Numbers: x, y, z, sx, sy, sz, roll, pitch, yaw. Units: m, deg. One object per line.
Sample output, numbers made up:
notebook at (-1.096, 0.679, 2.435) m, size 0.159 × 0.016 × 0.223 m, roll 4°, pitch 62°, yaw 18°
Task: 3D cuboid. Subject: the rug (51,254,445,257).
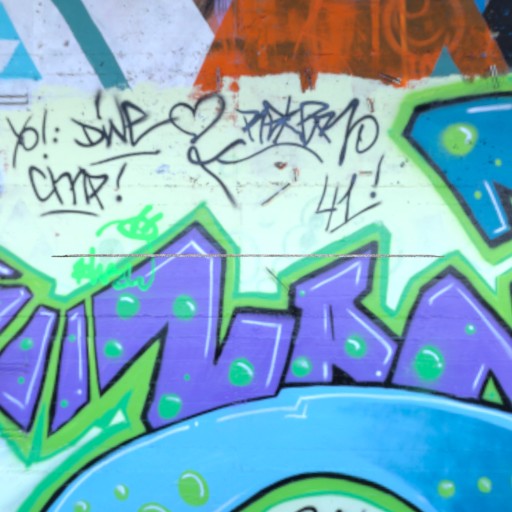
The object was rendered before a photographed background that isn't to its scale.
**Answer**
rug at (0.000, 0.000, 2.812) m, size 2.378 × 0.018 × 1.324 m, roll 0°, pitch 0°, yaw 0°
